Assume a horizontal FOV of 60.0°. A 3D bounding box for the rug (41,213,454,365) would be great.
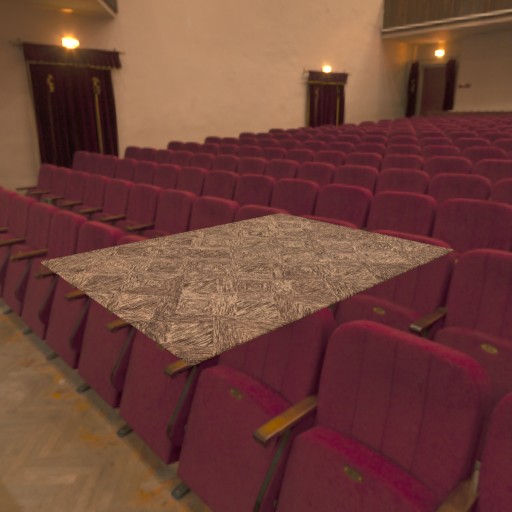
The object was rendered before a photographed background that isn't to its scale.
[{"bbox_3d":[0.000,0.000,4.292,3.204,0.017,2.448,-15,23,-40],"label":"rug"}]
